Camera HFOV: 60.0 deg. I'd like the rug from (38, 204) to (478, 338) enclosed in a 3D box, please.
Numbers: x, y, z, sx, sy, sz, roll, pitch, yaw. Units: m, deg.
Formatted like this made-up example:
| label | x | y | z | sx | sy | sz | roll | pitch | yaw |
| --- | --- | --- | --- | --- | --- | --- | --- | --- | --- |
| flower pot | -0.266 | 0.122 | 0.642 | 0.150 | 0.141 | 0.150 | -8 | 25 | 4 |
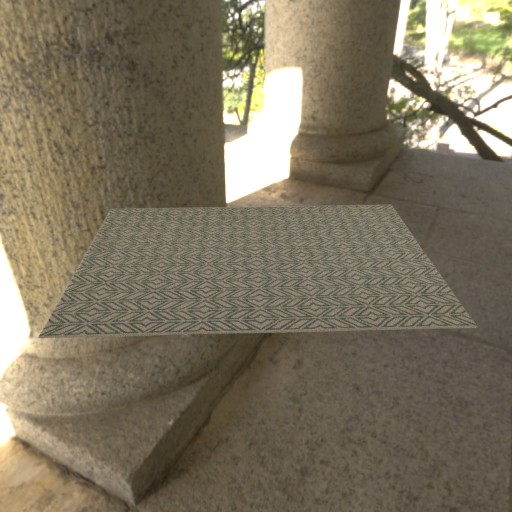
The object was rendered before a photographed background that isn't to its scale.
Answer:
| label | x | y | z | sx | sy | sz | roll | pitch | yaw |
| --- | --- | --- | --- | --- | --- | --- | --- | --- | --- |
| rug | 0.000 | 0.000 | 2.359 | 1.828 | 0.007 | 1.220 | -1 | 31 | -2 |
